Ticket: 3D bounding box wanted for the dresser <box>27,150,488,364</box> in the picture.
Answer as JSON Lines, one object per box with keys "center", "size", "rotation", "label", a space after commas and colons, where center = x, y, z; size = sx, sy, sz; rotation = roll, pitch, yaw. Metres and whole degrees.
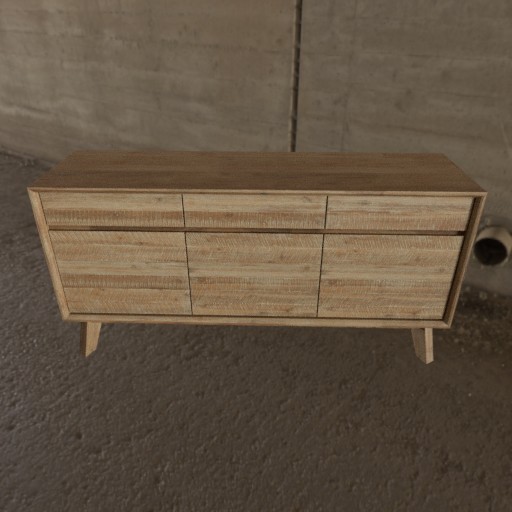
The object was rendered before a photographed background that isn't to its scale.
{"center": [0.000, 0.000, 1.931], "size": [1.602, 0.788, 0.455], "rotation": [1, 30, 1], "label": "dresser"}
